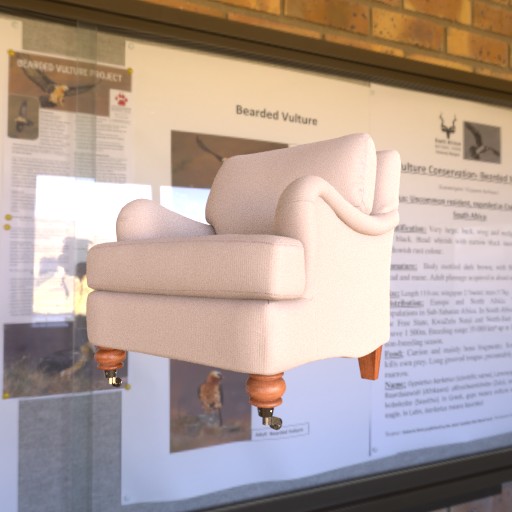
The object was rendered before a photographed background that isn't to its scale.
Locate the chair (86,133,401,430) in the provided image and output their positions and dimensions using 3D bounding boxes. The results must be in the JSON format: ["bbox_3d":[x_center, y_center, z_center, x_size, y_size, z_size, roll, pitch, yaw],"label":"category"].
[{"bbox_3d":[0.000,0.000,1.856,0.955,1.038,1.070,-1,-1,37],"label":"chair"}]
